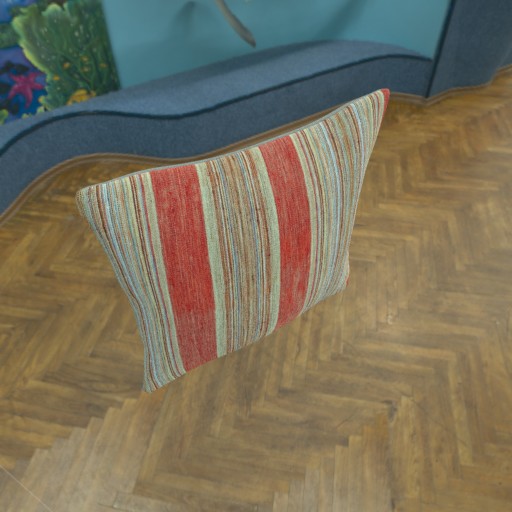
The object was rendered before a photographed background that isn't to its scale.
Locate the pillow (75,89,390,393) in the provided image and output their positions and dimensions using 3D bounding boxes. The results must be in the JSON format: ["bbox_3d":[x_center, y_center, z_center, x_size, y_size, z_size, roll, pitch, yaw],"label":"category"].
[{"bbox_3d":[0.000,0.000,0.667,0.437,0.419,0.136,-25,50,-22],"label":"pillow"}]
